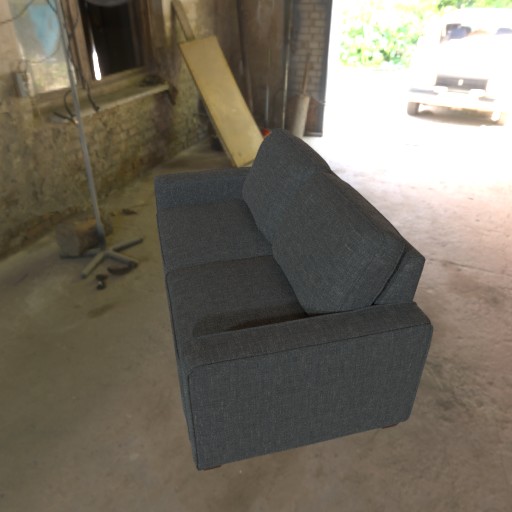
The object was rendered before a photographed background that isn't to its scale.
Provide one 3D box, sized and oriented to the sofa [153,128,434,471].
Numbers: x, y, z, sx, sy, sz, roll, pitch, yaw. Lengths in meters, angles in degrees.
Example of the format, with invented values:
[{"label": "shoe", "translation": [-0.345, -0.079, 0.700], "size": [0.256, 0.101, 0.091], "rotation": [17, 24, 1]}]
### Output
[{"label": "sofa", "translation": [0.000, 0.000, 2.281], "size": [0.947, 0.918, 1.709], "rotation": [-8, 33, -12]}]
